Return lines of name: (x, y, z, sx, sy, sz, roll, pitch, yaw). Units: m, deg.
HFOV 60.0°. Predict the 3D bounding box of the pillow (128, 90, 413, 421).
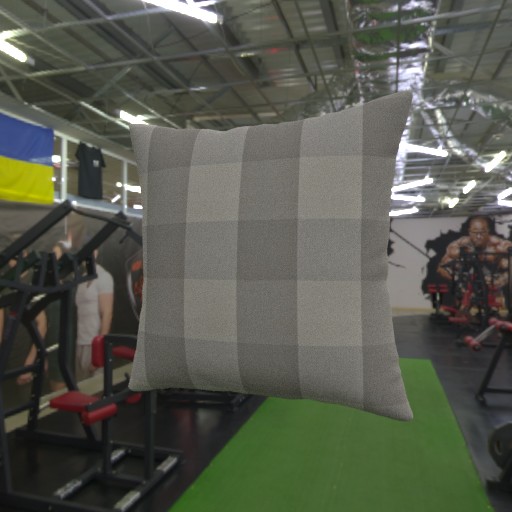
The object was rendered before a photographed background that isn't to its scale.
pillow: (0.000, 0.000, 0.763, 0.511, 0.509, 0.161, 0, -1, 19)
